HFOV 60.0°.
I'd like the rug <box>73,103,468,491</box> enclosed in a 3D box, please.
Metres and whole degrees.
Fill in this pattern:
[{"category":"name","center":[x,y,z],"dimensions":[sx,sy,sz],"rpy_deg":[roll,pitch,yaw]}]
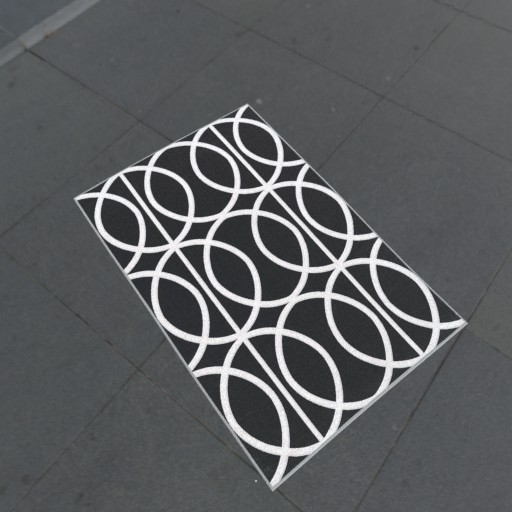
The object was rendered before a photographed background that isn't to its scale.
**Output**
[{"category":"rug","center":[0.000,0.000,2.914],"dimensions":[1.526,0.014,2.290],"rpy_deg":[-34,68,-16]}]
